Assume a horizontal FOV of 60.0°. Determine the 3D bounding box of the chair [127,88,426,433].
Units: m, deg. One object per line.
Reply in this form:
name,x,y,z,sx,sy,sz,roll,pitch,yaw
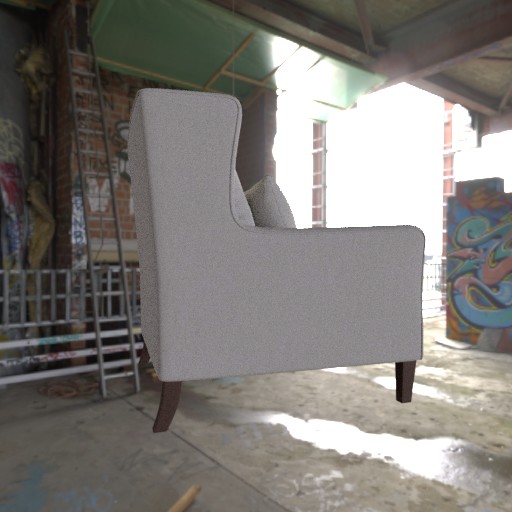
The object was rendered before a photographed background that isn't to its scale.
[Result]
chair,0.000,0.000,1.881,1.040,1.056,0.982,0,0,-18
